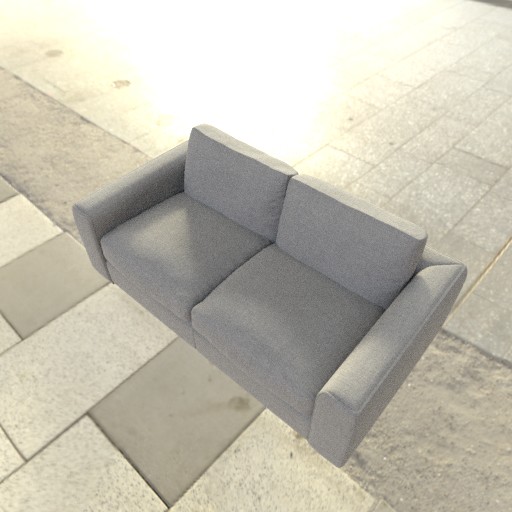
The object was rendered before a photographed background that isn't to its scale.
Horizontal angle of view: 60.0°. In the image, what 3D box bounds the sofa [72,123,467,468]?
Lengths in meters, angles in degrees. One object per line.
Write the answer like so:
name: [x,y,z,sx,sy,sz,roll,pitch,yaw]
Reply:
sofa: [0.000,0.000,2.447,1.920,0.800,1.069,32,54,27]
